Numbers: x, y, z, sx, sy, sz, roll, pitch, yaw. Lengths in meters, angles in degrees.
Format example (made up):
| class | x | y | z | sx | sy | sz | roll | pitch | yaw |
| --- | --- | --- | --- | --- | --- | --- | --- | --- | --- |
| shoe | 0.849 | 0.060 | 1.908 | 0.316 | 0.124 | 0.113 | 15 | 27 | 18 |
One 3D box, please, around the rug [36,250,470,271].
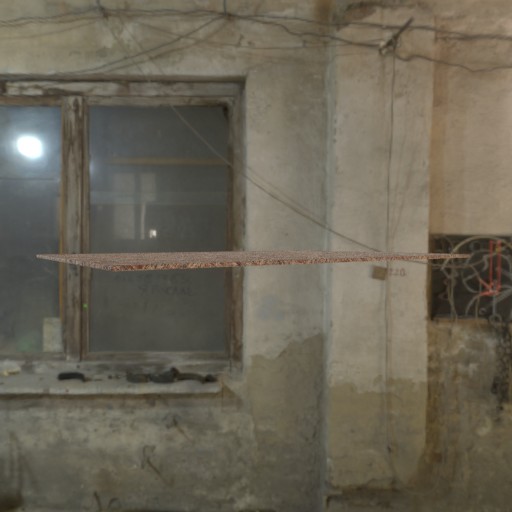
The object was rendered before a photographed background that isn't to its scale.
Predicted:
| class | x | y | z | sx | sy | sz | roll | pitch | yaw |
| --- | --- | --- | --- | --- | --- | --- | --- | --- | --- |
| rug | 0.000 | 0.000 | 2.800 | 2.285 | 0.019 | 1.523 | -1 | 2 | -35 |
